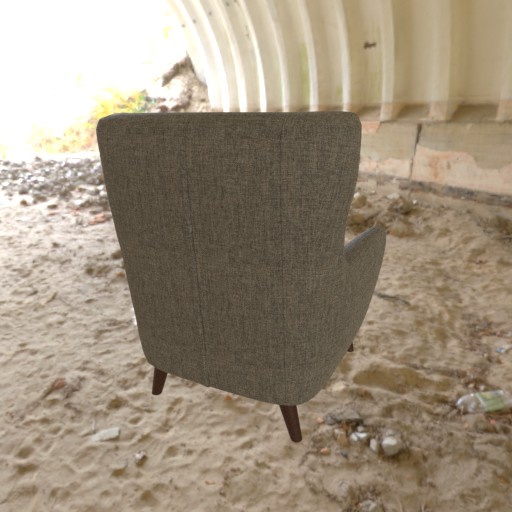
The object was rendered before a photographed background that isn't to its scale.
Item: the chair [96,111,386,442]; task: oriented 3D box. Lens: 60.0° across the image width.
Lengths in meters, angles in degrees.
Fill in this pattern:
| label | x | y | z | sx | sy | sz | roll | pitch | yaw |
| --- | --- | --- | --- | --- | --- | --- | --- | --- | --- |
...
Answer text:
| label | x | y | z | sx | sy | sz | roll | pitch | yaw |
| --- | --- | --- | --- | --- | --- | --- | --- | --- | --- |
| chair | 0.000 | 0.000 | 1.730 | 0.878 | 1.063 | 0.904 | 8 | 19 | 25 |
